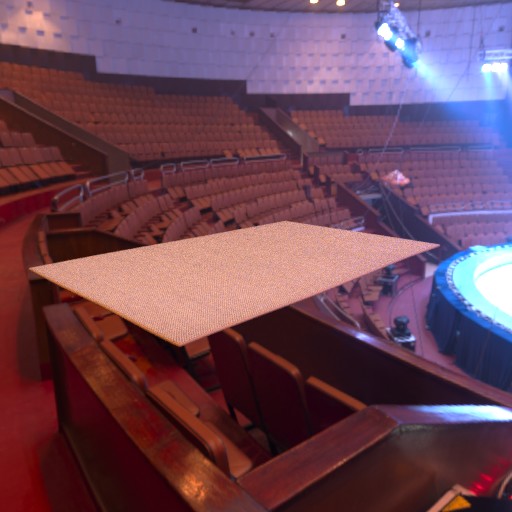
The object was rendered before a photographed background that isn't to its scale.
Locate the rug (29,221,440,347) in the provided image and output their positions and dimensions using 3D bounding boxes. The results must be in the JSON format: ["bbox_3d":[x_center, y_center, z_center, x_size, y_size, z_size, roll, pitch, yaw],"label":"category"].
[{"bbox_3d":[0.000,0.000,2.097,1.078,0.013,1.678,13,19,43],"label":"rug"}]
